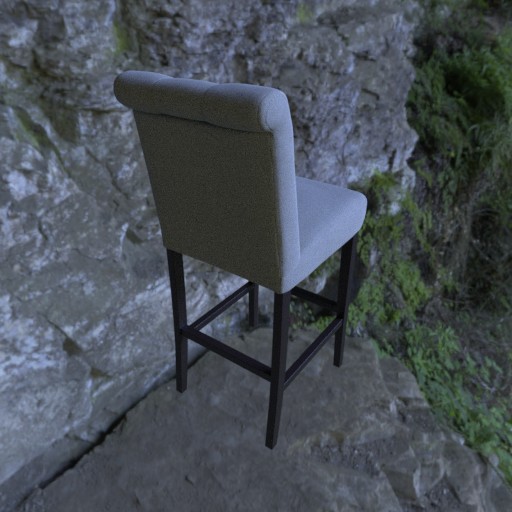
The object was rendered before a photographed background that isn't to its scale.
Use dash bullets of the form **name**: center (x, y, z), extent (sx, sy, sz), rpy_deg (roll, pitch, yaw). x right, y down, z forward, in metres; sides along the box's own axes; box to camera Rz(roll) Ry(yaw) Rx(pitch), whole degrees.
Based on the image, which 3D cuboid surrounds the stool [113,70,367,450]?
- **stool**: center (0.000, 0.000, 1.437), extent (0.493, 1.140, 0.601), rpy_deg (20, 36, 31)
